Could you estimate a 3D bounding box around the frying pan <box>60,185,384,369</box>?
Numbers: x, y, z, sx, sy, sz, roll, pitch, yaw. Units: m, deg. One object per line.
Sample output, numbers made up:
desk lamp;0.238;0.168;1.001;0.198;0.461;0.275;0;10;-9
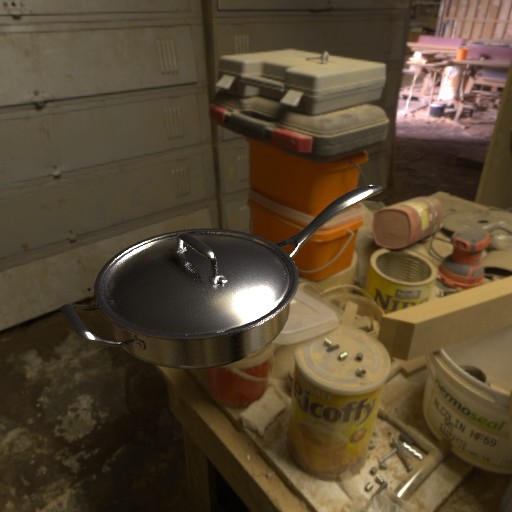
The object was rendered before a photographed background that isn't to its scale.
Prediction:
frying pan;0.000;0.000;0.677;0.561;0.114;0.280;-21;36;-32
